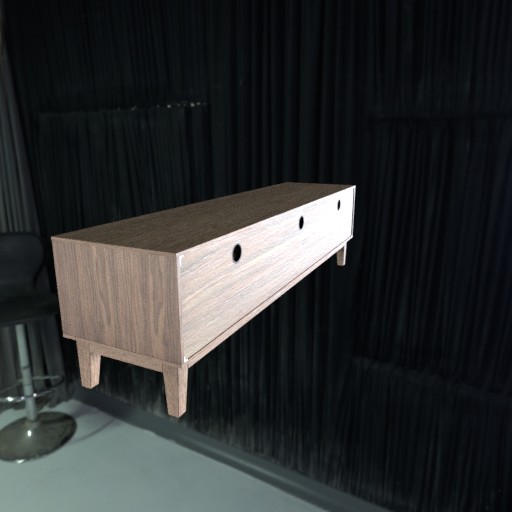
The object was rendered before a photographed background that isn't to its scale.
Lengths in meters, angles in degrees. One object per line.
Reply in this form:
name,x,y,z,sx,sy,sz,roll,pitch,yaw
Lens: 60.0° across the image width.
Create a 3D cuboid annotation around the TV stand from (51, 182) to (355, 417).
TV stand,0.000,0.000,1.679,0.366,0.409,1.482,7,17,25
